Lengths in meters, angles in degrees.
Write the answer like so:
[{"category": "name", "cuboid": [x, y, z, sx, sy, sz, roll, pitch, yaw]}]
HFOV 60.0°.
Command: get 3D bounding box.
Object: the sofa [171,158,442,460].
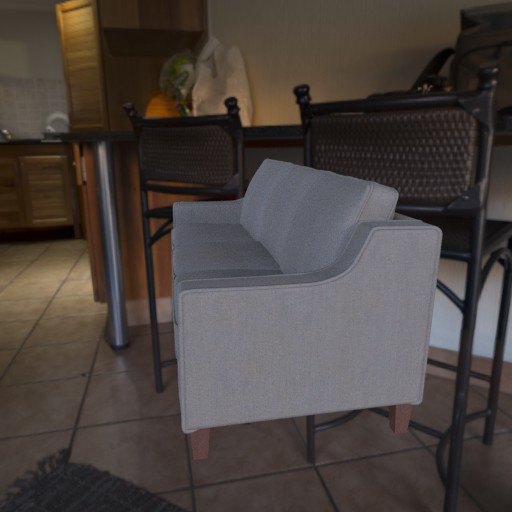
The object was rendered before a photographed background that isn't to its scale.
[{"category": "sofa", "cuboid": [0.000, 0.000, 2.437, 0.911, 0.974, 1.986, -3, 15, -10]}]
